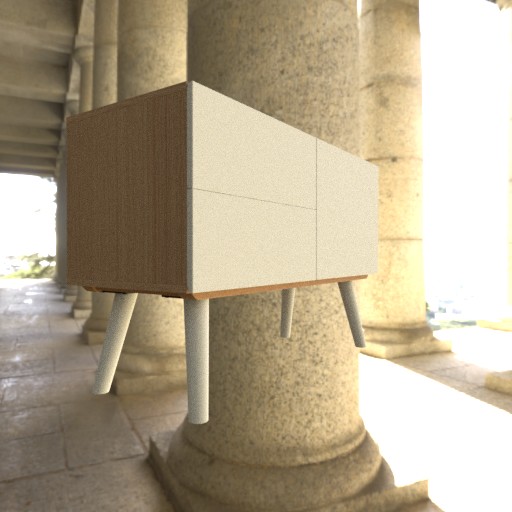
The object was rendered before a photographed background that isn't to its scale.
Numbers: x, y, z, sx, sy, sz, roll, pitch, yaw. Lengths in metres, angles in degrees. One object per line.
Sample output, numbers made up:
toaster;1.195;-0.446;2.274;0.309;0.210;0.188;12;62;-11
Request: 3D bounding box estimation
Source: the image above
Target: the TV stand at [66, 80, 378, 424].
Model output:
TV stand;0.000;0.000;1.343;0.407;0.660;0.991;0;0;35
